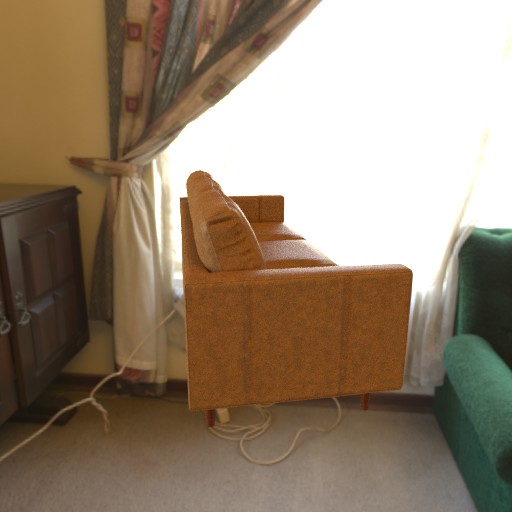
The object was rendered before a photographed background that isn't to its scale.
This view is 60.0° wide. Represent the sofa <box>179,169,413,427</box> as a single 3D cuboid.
[{"bbox_3d":[0.000,0.000,2.735,0.903,0.930,2.231,-3,16,-10],"label":"sofa"}]
